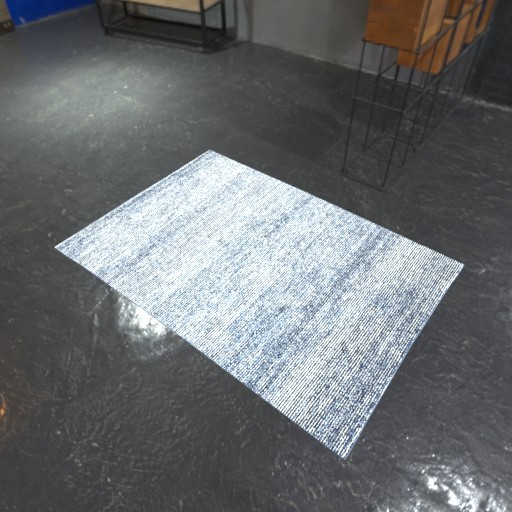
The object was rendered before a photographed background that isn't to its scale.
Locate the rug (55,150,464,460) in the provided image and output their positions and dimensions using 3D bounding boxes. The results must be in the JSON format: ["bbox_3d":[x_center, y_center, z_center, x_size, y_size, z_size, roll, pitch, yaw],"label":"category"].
[{"bbox_3d":[0.000,0.000,3.062,2.349,0.030,1.624,29,52,26],"label":"rug"}]
